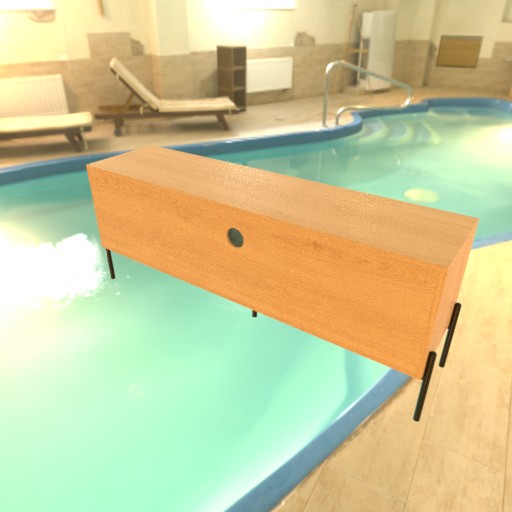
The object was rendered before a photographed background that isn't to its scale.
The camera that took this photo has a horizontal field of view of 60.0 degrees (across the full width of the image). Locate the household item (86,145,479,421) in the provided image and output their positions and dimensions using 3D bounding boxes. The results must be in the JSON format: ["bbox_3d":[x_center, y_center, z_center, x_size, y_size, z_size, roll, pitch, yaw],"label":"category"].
[{"bbox_3d":[0.000,0.000,1.824,1.550,0.600,0.400,19,35,30],"label":"household item"}]
